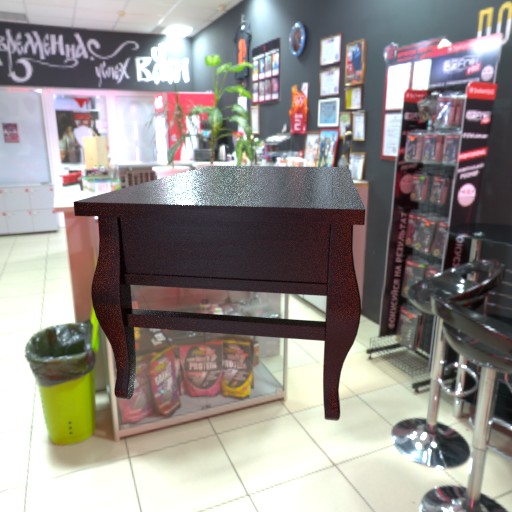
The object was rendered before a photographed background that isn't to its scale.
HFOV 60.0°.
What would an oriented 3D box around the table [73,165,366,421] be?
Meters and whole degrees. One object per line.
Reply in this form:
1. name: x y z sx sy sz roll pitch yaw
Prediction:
1. table: 0.000 0.000 1.430 0.600 0.494 1.062 3 16 9
